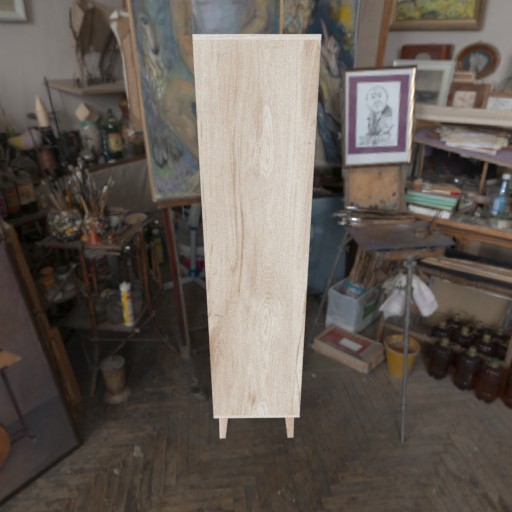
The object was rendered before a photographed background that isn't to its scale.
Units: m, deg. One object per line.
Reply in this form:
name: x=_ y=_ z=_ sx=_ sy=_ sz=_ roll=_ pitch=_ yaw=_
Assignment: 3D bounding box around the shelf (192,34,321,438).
shelf: x=0.000 y=0.000 z=2.198 sx=0.450 sy=1.960 sz=0.510 roll=0 pitch=26 yaw=-1
